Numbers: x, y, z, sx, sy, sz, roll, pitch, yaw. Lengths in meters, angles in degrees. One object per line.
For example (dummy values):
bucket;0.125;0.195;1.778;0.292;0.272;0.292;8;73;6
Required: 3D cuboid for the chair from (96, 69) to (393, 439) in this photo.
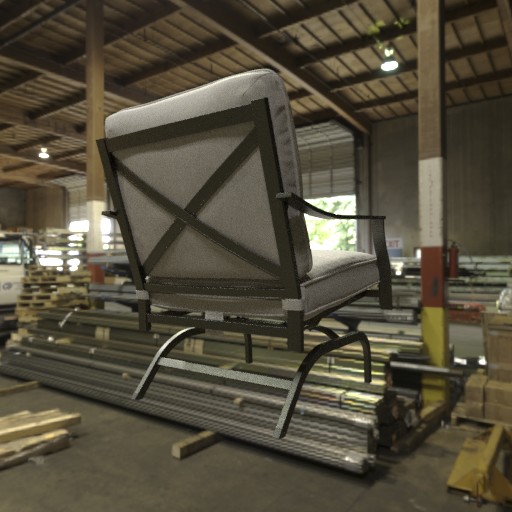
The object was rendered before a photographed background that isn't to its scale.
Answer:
chair;0.000;0.000;1.406;0.650;0.860;0.787;0;-1;35
